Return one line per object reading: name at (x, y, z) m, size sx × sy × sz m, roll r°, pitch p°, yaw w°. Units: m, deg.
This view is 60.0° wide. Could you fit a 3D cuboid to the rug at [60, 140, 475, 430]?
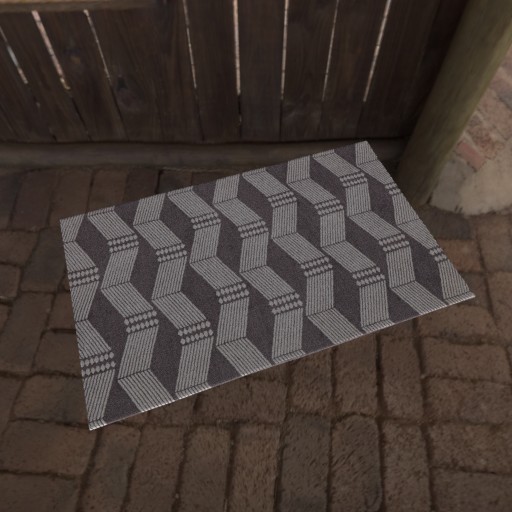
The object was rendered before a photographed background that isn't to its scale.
rug at (0.000, 0.000, 2.997) m, size 2.435 × 0.011 × 1.517 m, roll -16°, pitch 58°, yaw -10°
